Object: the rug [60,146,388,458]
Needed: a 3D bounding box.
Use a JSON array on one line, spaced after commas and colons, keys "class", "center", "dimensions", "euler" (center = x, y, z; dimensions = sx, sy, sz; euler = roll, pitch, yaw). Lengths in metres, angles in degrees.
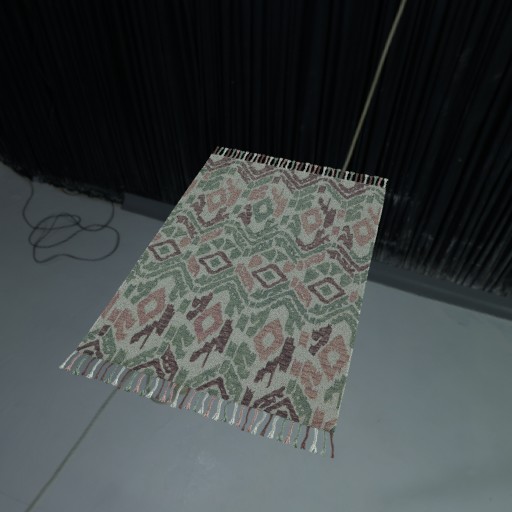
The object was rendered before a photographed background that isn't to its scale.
[{"class": "rug", "center": [0.000, 0.000, 2.397], "dimensions": [1.219, 0.010, 1.829], "euler": [14, 49, 12]}]
